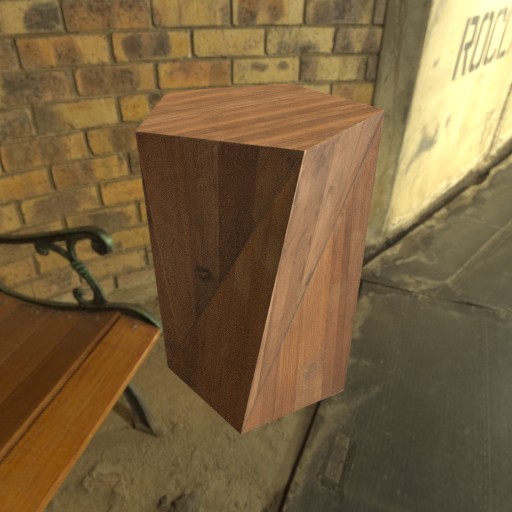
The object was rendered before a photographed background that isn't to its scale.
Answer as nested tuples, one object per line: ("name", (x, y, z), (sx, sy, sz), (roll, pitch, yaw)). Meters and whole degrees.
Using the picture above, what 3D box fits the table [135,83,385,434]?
("table", (0.000, 0.000, 0.929), (0.425, 0.604, 0.441), (-8, 34, -13))
